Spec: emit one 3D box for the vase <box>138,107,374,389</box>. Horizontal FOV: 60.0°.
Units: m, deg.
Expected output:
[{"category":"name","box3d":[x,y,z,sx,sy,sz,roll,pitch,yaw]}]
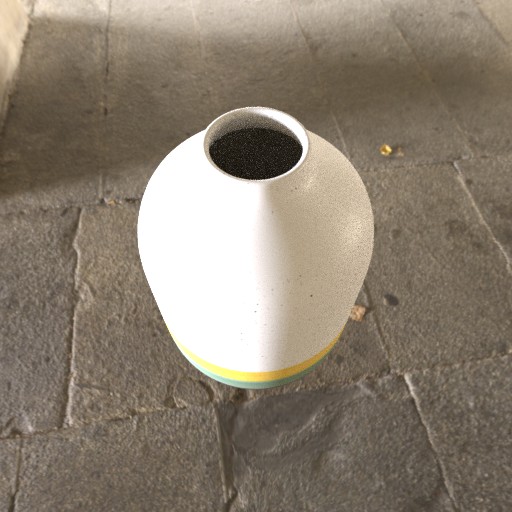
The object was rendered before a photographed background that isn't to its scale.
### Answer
[{"category":"vase","box3d":[0.000,0.000,0.354,0.169,0.240,0.169,0,57,0]}]
